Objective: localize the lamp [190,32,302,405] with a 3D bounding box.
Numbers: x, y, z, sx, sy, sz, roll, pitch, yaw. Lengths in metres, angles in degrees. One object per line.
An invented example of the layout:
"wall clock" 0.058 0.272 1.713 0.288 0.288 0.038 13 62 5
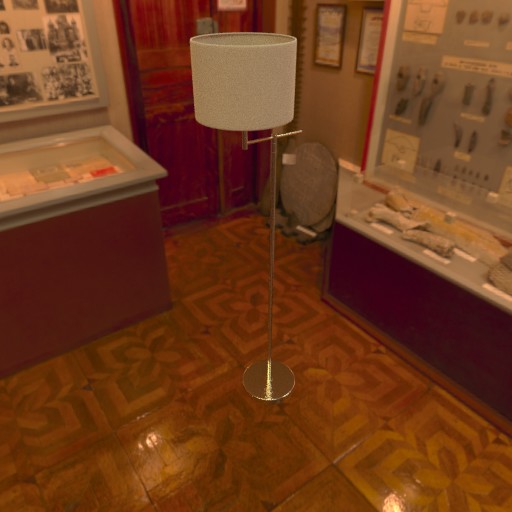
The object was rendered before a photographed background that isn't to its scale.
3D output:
"lamp" 0.000 0.000 1.798 0.416 1.600 0.324 -20 38 -28
